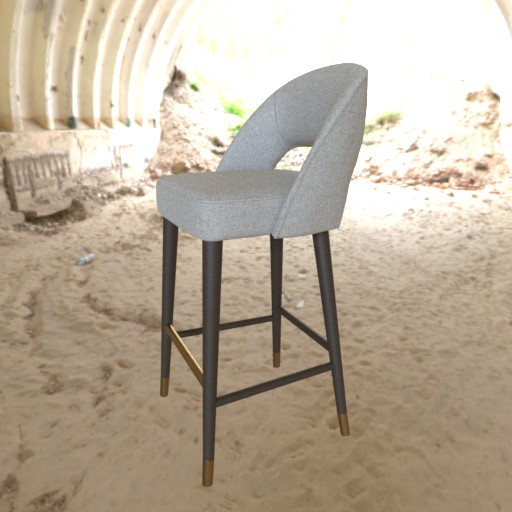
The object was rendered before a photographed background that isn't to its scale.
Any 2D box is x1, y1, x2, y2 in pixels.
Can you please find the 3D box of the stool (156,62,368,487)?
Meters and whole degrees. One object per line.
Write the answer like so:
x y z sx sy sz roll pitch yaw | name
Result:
0.000 0.000 1.266 0.509 1.037 0.494 -8 18 -25 | stool
